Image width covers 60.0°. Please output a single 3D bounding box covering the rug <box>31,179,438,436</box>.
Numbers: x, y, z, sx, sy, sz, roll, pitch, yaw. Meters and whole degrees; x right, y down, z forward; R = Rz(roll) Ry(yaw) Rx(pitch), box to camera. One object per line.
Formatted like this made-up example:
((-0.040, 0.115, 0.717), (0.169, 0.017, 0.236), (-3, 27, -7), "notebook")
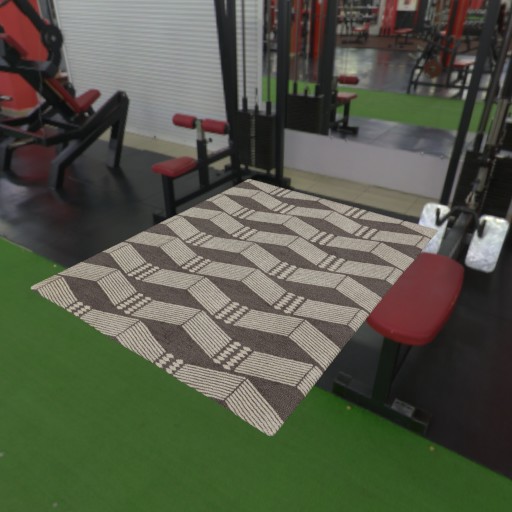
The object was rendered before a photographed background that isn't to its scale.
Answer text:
((0.000, 0.000, 4.120), (2.438, 0.016, 3.048), (21, 37, 30), "rug")
